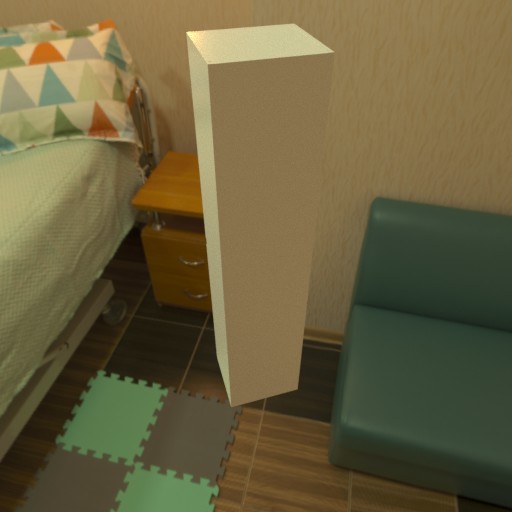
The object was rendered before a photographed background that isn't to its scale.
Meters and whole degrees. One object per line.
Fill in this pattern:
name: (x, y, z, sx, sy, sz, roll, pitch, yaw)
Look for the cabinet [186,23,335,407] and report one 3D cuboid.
cabinet: (0.000, 0.000, 1.551, 0.300, 1.400, 0.269, -11, 42, -13)
